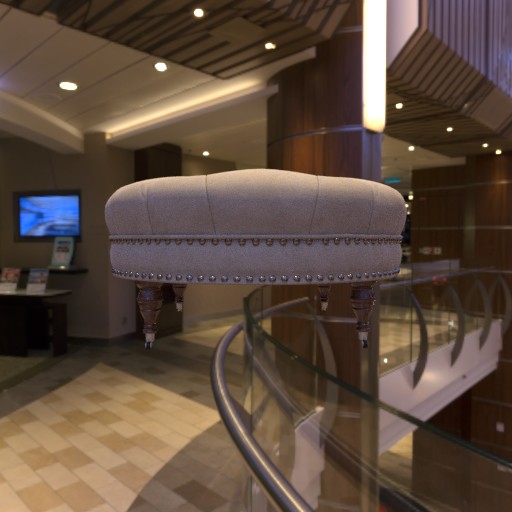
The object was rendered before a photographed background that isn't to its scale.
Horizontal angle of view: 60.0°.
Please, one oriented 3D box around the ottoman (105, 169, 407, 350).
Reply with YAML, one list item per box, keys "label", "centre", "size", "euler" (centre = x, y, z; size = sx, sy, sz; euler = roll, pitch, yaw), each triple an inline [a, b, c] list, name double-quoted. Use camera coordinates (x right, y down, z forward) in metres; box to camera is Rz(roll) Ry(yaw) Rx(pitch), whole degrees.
- label: "ottoman"
  centre: [0.000, 0.000, 1.369]
  size: [0.901, 0.439, 0.901]
  euler: [0, 2, 0]
